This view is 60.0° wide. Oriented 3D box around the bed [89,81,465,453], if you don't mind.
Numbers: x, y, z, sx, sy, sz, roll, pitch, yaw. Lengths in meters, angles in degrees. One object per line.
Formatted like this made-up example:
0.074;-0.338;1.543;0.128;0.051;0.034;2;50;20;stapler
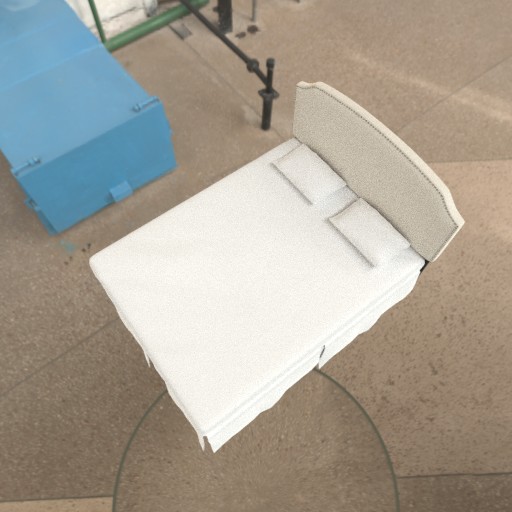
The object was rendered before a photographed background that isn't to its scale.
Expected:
0.000;0.000;3.040;1.999;1.270;1.558;-34;67;-17;bed
